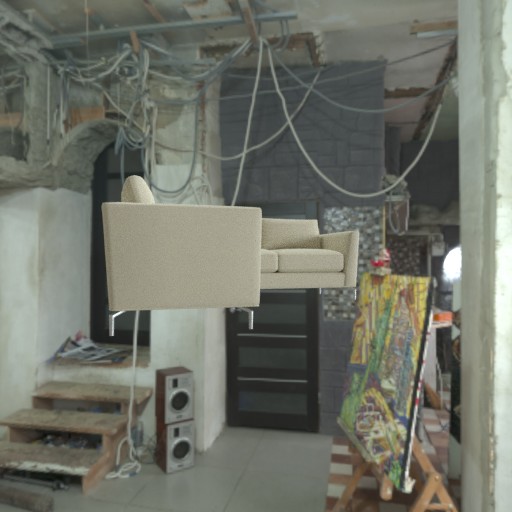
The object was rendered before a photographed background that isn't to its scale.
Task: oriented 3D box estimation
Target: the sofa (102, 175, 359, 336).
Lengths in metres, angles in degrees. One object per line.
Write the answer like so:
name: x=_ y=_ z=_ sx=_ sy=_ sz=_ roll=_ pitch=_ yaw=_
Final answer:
sofa: x=0.000 y=0.000 z=3.781 sx=2.448 sy=0.867 sz=2.430 roll=0 pitch=-1 yaw=-18
